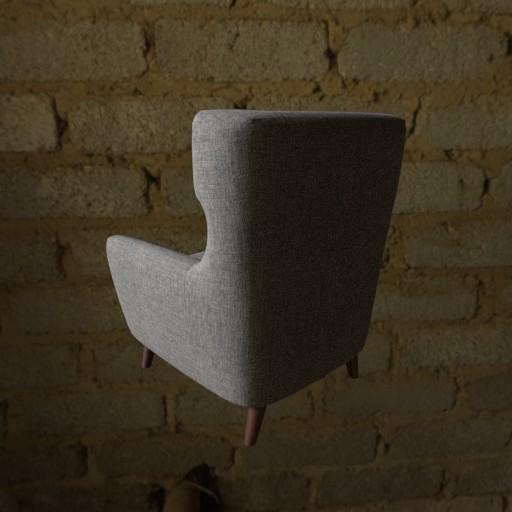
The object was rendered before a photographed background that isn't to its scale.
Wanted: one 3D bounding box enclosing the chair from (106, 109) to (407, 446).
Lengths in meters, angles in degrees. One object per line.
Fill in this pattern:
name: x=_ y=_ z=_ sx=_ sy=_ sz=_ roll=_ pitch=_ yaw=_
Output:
chair: x=0.000 y=0.000 z=1.737 sx=0.878 sy=1.063 sz=0.904 roll=-15 pitch=22 yaw=-41
